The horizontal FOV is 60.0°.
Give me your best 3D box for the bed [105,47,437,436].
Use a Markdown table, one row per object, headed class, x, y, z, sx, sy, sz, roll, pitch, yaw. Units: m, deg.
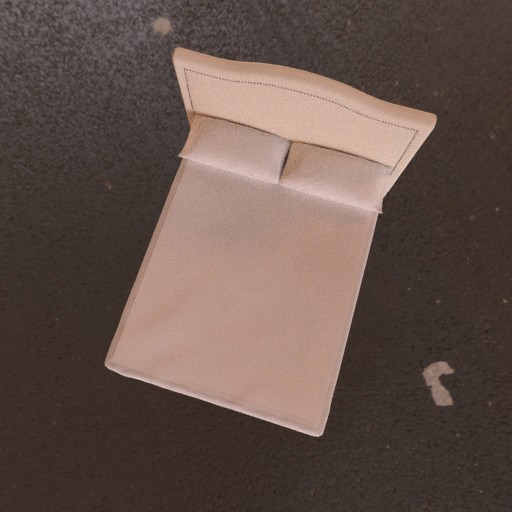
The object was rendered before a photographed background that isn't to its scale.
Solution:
| class | x | y | z | sx | sy | sz | roll | pitch | yaw |
| --- | --- | --- | --- | --- | --- | --- | --- | --- | --- |
| bed | 0.000 | 0.000 | 3.199 | 1.753 | 1.460 | 2.143 | 17 | 75 | 4 |
